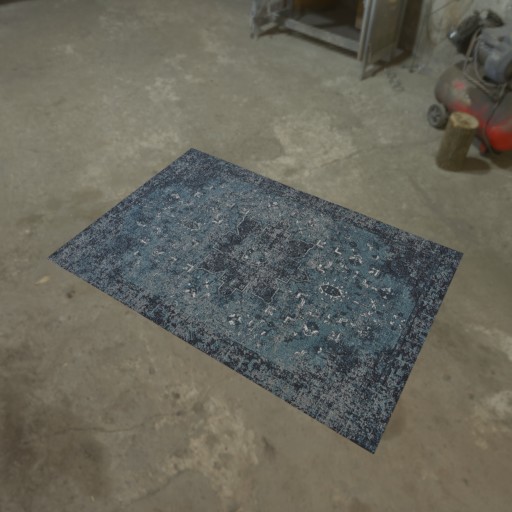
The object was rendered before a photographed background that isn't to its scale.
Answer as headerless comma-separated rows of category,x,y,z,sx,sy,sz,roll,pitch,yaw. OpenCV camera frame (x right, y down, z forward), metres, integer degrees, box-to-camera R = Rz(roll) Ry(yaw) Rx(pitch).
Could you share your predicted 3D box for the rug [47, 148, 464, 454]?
rug,0.000,0.000,2.332,1.828,0.005,1.219,25,52,22
